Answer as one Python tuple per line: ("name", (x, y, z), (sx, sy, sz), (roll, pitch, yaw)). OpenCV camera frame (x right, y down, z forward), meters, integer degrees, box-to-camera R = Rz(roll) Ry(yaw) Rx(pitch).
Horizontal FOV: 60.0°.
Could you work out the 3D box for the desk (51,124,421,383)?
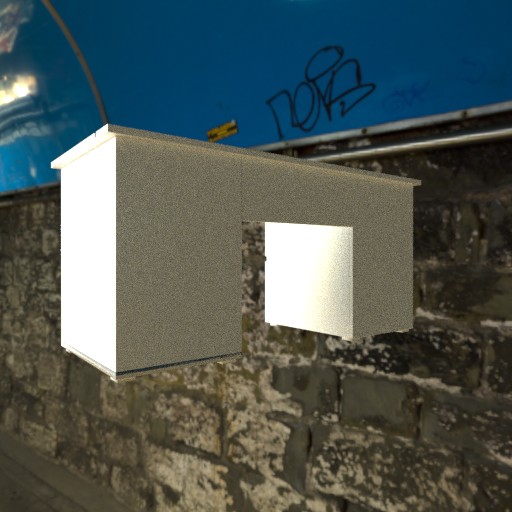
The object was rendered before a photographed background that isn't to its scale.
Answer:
("desk", (0.000, 0.000, 2.013), (1.580, 0.760, 0.670), (0, 0, -37))
